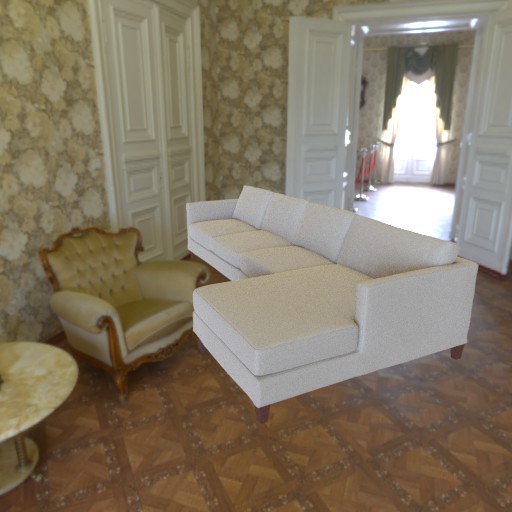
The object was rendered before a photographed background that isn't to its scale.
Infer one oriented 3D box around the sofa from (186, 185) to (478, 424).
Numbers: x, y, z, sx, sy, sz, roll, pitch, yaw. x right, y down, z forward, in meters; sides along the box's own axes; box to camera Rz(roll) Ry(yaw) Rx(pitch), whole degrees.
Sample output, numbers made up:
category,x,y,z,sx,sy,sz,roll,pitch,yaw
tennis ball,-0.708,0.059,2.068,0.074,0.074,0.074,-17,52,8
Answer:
category,x,y,z,sx,sy,sz,roll,pitch,yaw
sofa,0.000,0.000,3.917,1.625,0.861,3.186,-8,18,-26
